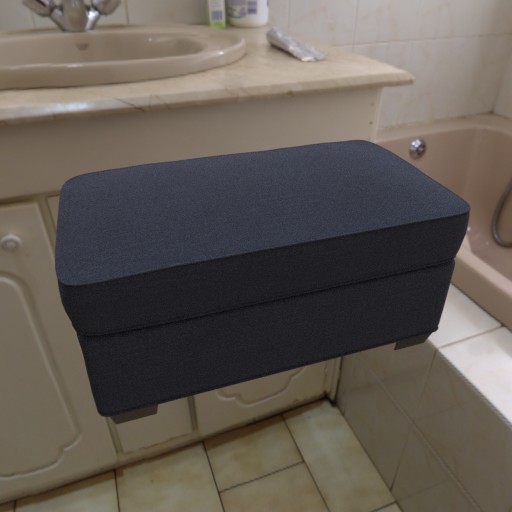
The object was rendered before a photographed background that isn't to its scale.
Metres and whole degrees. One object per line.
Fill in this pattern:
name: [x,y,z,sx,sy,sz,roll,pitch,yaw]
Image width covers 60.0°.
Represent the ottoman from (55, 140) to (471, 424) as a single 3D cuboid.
ottoman: [0.000,0.000,1.157,0.895,0.453,0.505,-10,35,-15]
